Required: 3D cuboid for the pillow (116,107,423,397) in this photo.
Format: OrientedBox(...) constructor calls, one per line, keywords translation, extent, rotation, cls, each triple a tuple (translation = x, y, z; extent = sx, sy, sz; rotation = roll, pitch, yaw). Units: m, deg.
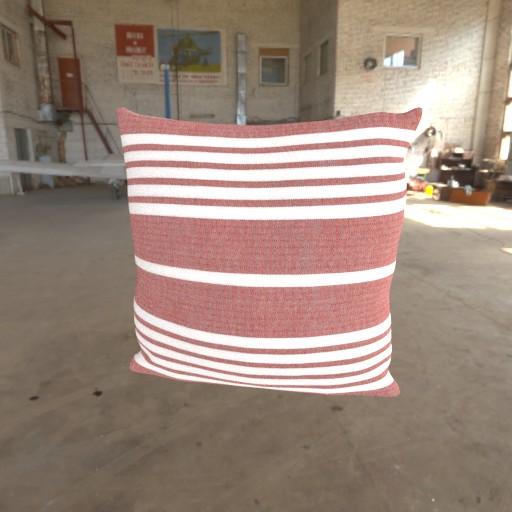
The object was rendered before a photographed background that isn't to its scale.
OrientedBox(translation=(0.000, 0.000, 0.657), extent=(0.439, 0.427, 0.182), rotation=(3, 14, 11), cls="pillow")
